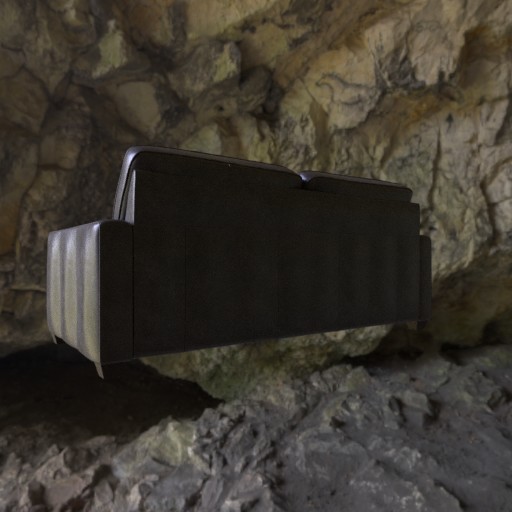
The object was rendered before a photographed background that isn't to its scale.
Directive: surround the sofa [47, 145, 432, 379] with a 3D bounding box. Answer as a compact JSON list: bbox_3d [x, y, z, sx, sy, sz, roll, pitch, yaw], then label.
[{"bbox_3d":[0.000,0.000,2.560,2.081,0.916,0.939,0,0,-35],"label":"sofa"}]
